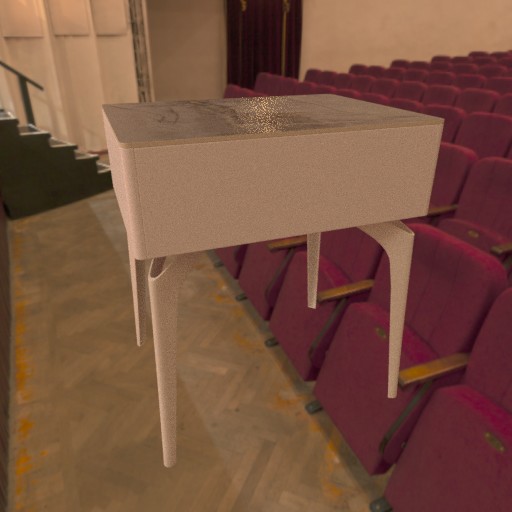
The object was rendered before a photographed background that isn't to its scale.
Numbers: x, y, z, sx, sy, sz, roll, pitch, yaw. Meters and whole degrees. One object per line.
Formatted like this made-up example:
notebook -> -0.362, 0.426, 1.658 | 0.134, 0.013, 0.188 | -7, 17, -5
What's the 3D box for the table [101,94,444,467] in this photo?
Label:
table -> 0.000, 0.000, 0.906 | 0.500, 0.570, 0.400 | -10, 28, -18
